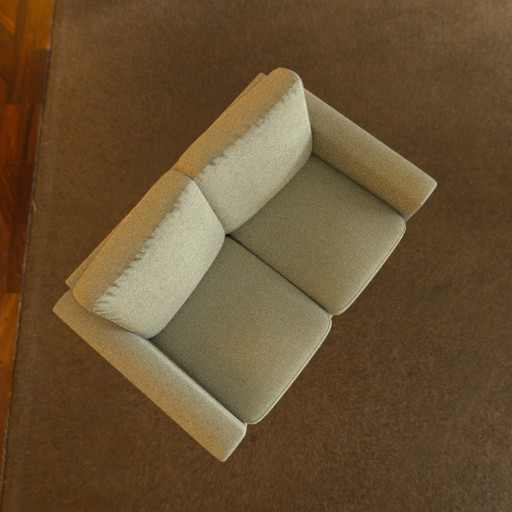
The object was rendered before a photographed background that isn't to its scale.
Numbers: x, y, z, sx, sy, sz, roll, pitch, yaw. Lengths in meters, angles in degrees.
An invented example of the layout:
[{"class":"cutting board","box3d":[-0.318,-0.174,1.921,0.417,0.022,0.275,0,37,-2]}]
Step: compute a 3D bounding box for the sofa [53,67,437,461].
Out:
[{"class":"sofa","box3d":[0.000,0.000,1.947,0.917,0.873,1.420,38,79,9]}]
